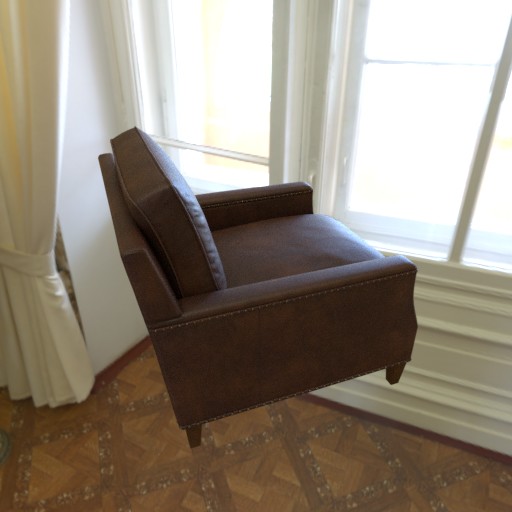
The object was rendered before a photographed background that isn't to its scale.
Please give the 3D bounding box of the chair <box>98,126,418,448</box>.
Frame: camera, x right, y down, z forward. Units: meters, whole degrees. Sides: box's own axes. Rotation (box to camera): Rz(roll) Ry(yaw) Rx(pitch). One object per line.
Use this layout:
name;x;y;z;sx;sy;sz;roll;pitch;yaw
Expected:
chair;0.000;0.000;1.725;1.014;0.929;0.853;-11;32;-18
